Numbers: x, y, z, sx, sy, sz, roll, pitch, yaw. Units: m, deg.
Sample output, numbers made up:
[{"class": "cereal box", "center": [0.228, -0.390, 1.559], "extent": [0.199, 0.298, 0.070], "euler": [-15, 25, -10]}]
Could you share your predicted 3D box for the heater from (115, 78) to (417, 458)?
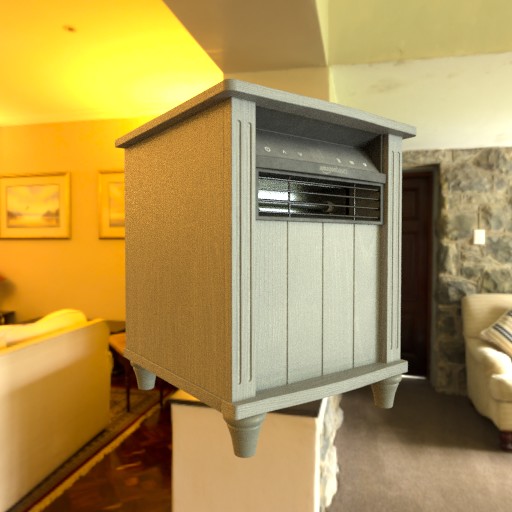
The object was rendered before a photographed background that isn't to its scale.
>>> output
[{"class": "heater", "center": [0.000, 0.000, 0.758], "extent": [0.362, 0.481, 0.400], "euler": [-1, 2, -36]}]
